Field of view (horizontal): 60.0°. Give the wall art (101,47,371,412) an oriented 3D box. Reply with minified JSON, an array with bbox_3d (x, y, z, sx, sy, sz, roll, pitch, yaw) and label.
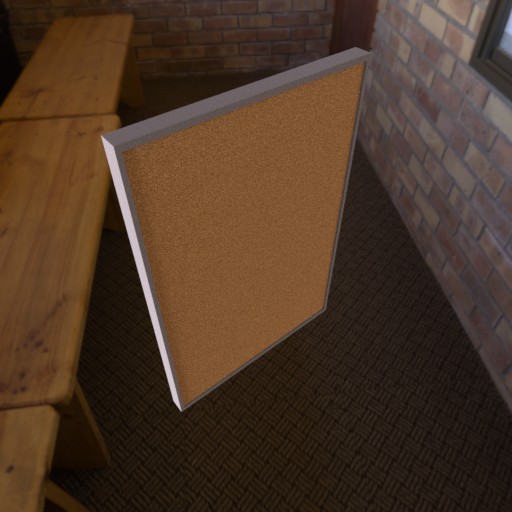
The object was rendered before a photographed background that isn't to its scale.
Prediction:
[{"bbox_3d":[0.000,0.000,0.969,0.511,0.753,0.039,-30,52,-27],"label":"wall art"}]
